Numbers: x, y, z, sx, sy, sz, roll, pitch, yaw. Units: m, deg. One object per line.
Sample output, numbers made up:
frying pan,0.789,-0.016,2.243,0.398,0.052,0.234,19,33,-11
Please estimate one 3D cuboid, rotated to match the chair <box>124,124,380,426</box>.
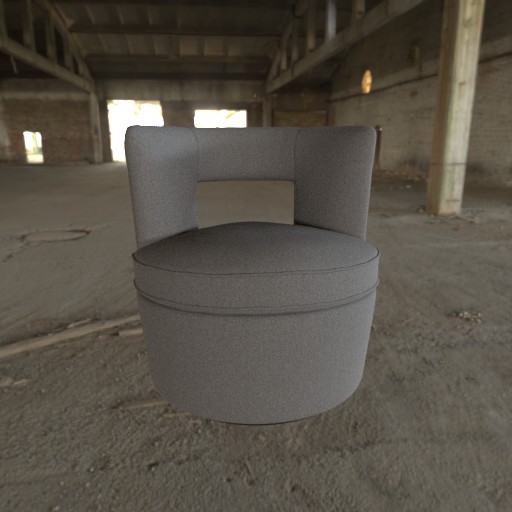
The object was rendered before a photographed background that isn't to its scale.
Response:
chair,0.000,0.000,1.259,0.689,0.719,0.660,-2,15,-8
